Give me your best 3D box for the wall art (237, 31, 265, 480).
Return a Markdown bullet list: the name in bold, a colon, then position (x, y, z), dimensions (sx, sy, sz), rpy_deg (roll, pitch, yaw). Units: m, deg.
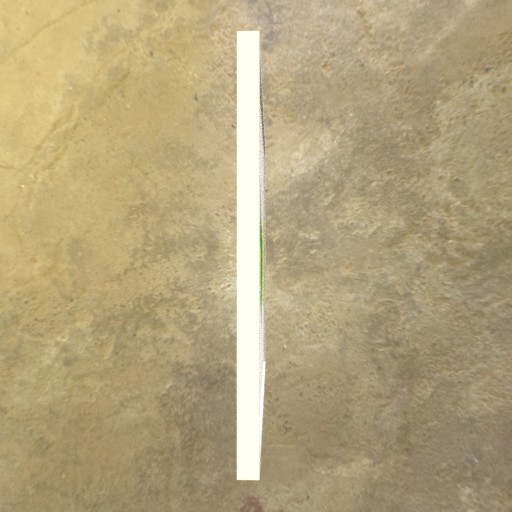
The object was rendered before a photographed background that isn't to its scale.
- **wall art**: position (0.000, 0.000, 1.133), dimensions (0.038, 0.761, 0.763), rpy_deg (0, 90, 2)
